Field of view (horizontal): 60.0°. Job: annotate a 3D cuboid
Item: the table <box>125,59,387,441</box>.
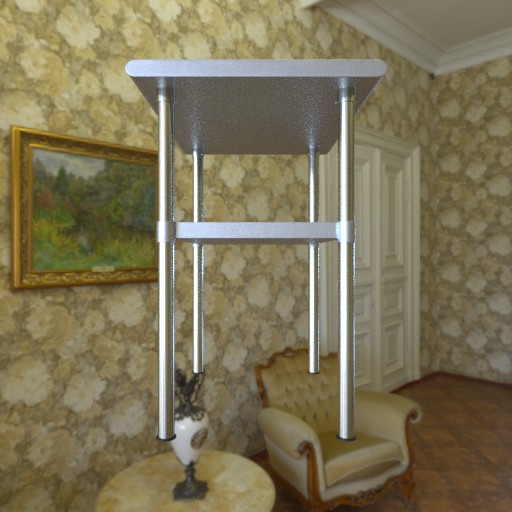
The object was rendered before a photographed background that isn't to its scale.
[{"bbox_3d":[0.000,0.000,1.368,0.584,0.876,0.762,0,0,0],"label":"table"}]
